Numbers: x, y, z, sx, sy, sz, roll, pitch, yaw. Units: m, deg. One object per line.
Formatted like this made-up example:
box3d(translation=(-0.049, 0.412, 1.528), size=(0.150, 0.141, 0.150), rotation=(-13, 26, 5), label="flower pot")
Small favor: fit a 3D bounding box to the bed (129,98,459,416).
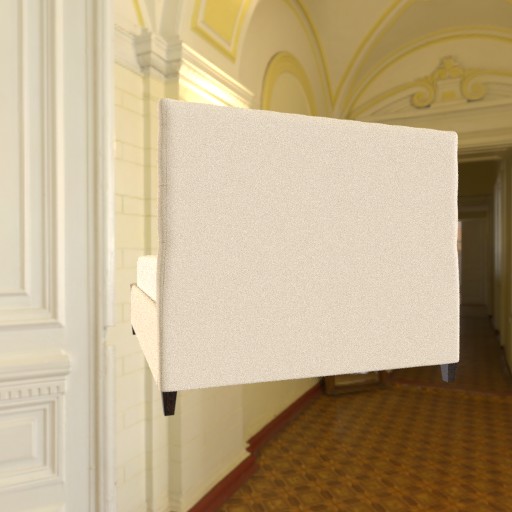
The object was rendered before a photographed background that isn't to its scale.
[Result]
box3d(translation=(0.000, 0.000, 3.277), size=(1.696, 1.426, 2.233), rotation=(0, 0, -19), label="bed")
